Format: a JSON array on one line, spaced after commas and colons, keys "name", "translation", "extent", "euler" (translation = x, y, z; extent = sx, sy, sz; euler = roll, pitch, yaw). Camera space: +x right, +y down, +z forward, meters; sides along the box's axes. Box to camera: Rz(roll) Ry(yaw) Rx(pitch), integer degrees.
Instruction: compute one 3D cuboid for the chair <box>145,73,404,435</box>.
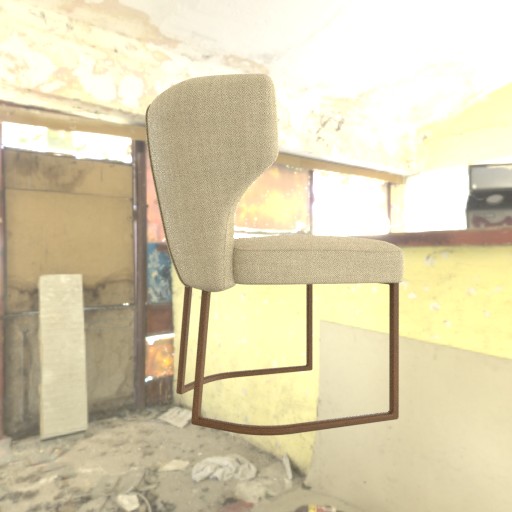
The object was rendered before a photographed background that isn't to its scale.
[{"name": "chair", "translation": [0.000, 0.000, 1.268], "extent": [0.617, 0.824, 0.611], "euler": [0, 0, -18]}]
